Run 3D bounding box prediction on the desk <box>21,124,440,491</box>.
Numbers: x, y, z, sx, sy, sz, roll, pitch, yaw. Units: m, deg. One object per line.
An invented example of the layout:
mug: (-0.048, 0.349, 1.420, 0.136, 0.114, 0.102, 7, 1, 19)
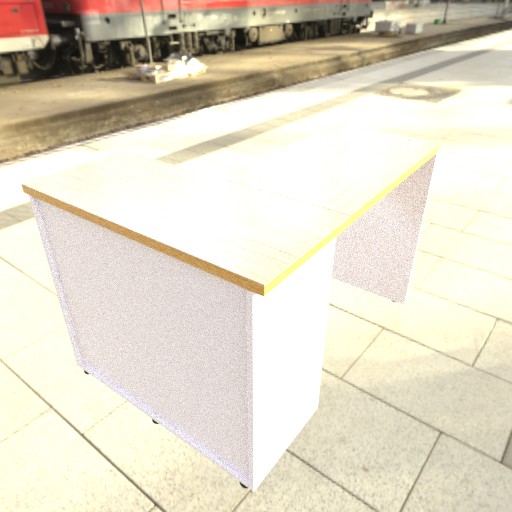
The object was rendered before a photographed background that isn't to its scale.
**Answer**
desk: (0.000, 0.000, 1.708, 0.900, 0.760, 1.170, 21, 37, 30)
